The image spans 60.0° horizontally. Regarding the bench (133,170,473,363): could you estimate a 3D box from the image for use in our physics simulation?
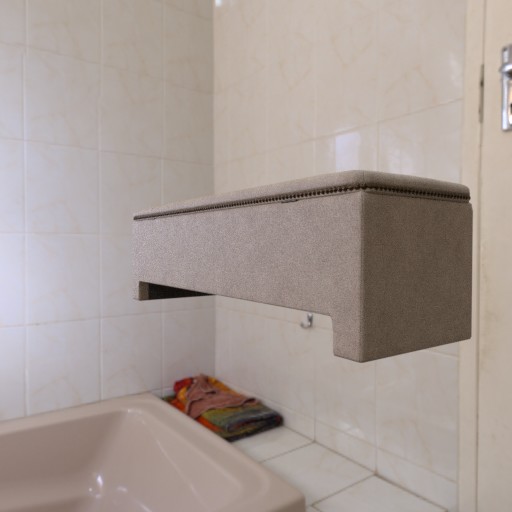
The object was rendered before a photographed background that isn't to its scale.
[{"bbox_3d":[0.000,0.000,1.707,0.470,0.447,1.482,-1,2,-35],"label":"bench"}]
